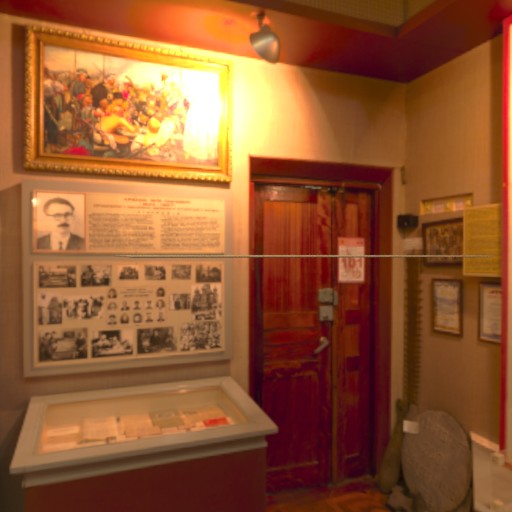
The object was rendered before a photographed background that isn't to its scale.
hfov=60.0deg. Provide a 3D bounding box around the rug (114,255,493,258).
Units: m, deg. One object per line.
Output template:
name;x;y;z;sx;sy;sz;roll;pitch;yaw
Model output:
rug;0.000;0.000;4.017;2.363;0.012;2.980;0;0;-19
